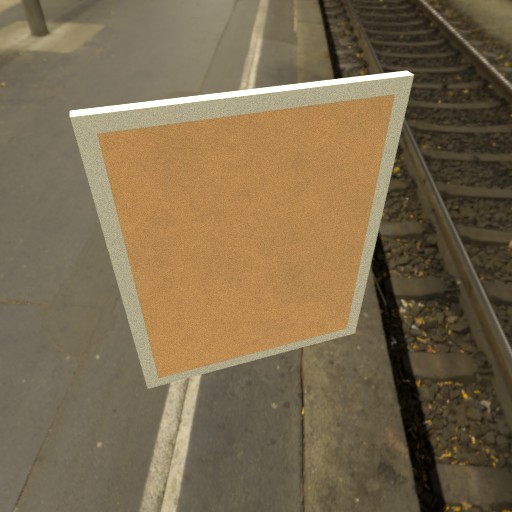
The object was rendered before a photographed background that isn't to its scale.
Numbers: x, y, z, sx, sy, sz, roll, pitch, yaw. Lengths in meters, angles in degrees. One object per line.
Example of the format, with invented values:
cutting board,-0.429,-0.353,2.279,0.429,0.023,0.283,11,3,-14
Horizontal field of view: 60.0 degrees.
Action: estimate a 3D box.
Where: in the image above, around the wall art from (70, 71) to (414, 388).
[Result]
wall art,0.000,0.000,1.092,0.661,0.811,0.026,-12,42,-13
